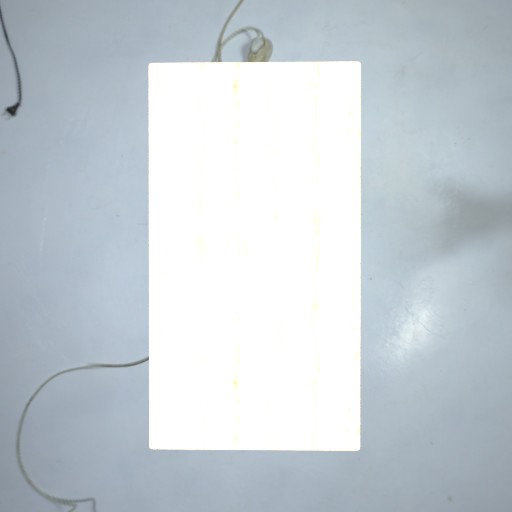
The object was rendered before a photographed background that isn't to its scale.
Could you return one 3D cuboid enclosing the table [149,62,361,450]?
[{"bbox_3d":[0.000,0.000,2.140,0.900,0.760,1.600,0,90,1],"label":"table"}]
